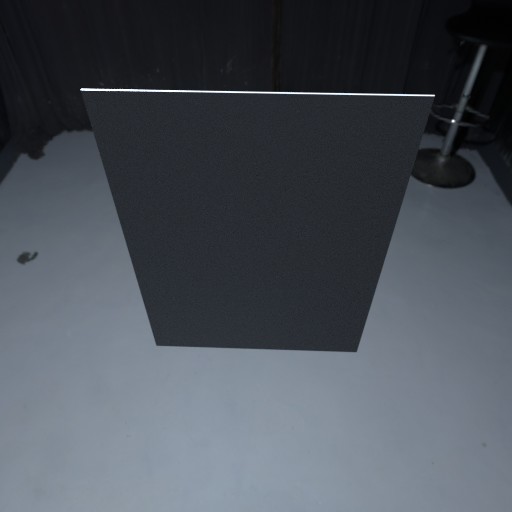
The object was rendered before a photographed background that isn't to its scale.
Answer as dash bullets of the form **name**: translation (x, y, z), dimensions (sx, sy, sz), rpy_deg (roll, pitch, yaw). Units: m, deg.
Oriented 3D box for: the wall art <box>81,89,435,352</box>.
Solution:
- **wall art**: translation (0.000, 0.000, 0.792), dimensions (0.457, 0.609, 0.003), rpy_deg (2, 46, 1)
